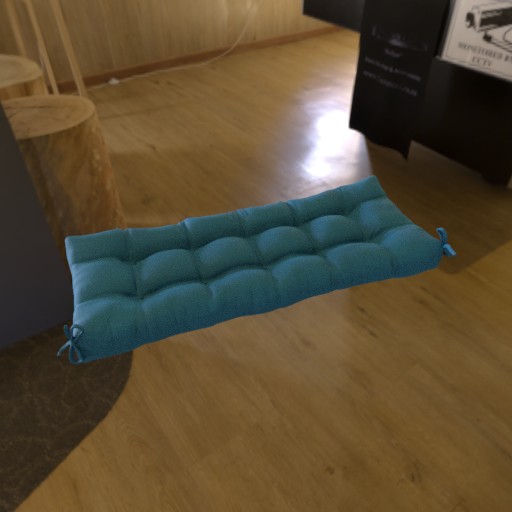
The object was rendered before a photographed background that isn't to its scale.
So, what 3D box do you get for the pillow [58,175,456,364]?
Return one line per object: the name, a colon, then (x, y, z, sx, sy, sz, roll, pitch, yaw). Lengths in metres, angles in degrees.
pillow: (0.000, 0.000, 1.381, 1.194, 0.174, 0.511, -13, 43, -15)
